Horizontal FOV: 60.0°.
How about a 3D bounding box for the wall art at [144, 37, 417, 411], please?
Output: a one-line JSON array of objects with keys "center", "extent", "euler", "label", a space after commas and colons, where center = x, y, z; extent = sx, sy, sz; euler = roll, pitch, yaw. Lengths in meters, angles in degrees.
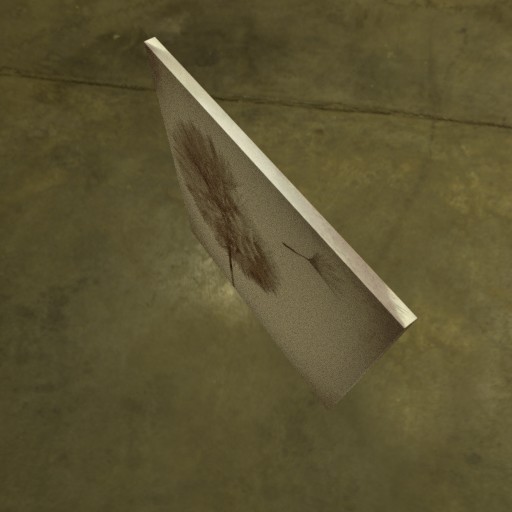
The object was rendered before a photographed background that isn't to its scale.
[{"center": [0.000, 0.000, 1.116], "extent": [0.027, 0.762, 0.762], "euler": [-32, 67, -16], "label": "wall art"}]
